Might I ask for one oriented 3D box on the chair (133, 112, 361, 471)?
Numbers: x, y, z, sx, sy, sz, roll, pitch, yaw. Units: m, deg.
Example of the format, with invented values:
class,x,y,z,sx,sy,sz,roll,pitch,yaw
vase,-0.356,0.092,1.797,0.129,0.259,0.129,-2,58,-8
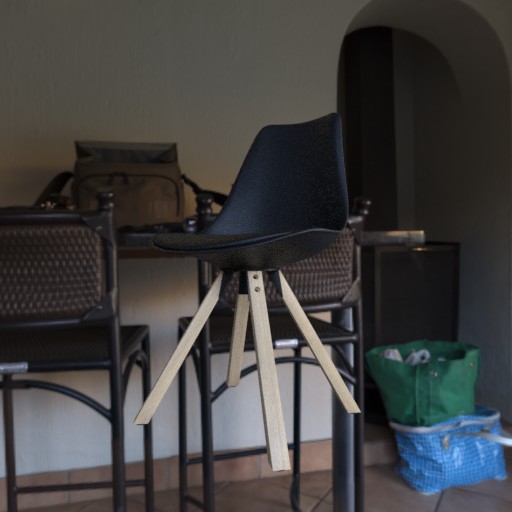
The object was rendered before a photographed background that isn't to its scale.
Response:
class,x,y,z,sx,sy,sz,roll,pitch,yaw
chair,0.000,0.000,1.184,0.485,0.850,0.549,0,1,35
